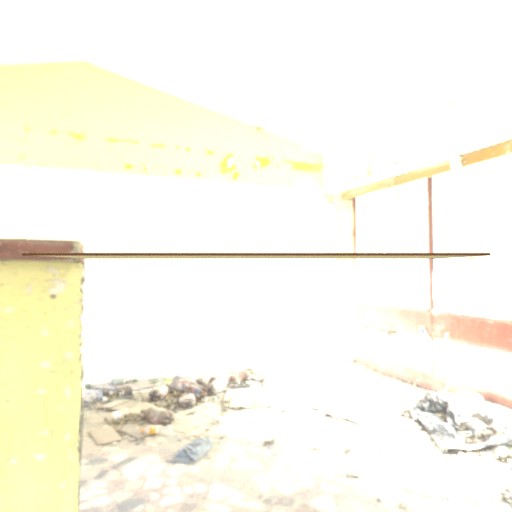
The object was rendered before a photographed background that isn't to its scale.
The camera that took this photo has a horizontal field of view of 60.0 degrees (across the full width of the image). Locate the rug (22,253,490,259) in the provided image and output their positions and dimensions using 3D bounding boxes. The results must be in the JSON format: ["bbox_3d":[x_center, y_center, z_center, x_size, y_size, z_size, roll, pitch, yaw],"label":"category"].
[{"bbox_3d":[0.000,0.000,2.678,2.439,0.017,0.764,0,-2,0],"label":"rug"}]
